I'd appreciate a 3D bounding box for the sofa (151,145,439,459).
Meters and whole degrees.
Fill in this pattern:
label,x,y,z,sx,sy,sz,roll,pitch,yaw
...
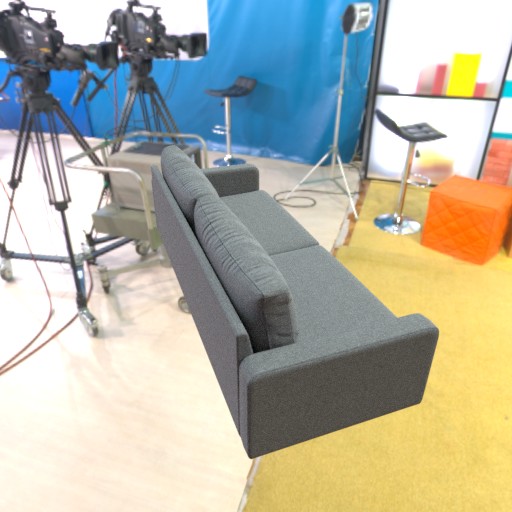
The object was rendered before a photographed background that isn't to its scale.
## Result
label,x,y,z,sx,sy,sz,roll,pitch,yaw
sofa,0.000,0.000,2.651,0.880,0.880,2.200,-10,32,-17
